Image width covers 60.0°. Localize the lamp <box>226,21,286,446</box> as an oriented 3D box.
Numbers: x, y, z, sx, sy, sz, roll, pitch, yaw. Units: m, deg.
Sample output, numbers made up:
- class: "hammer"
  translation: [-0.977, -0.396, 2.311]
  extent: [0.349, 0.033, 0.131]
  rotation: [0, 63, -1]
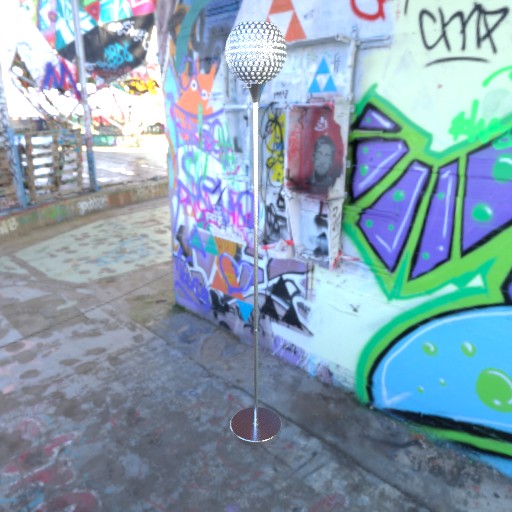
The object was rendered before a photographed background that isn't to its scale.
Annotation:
- class: "lamp"
  translation: [0.000, 0.000, 1.921]
  extent: [0.254, 1.805, 0.254]
  rotation: [0, 18, 0]
